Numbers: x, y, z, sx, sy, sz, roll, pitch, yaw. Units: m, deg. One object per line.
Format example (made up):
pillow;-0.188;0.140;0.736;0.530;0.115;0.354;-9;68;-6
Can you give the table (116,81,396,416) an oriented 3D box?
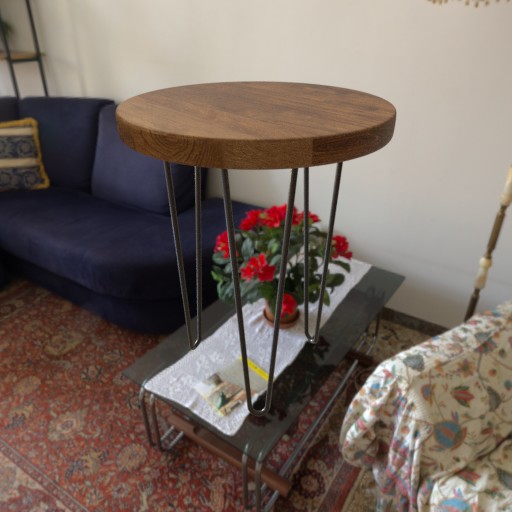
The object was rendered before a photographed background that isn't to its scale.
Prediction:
table;0.000;0.000;0.781;0.400;0.520;0.400;0;30;0
